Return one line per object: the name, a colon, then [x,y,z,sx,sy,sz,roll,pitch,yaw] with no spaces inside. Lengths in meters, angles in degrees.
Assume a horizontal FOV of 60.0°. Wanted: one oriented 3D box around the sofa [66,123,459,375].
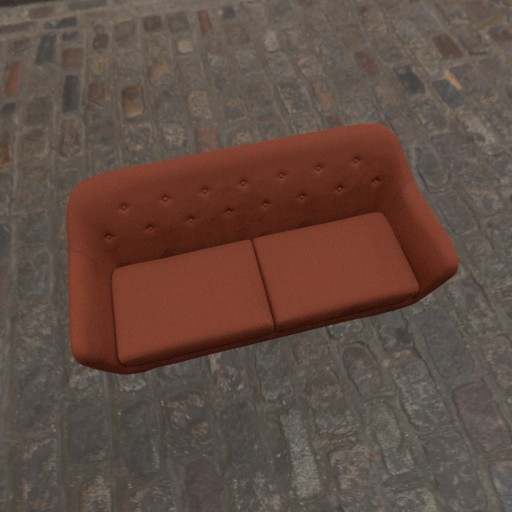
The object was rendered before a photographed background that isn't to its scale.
sofa: [0.000,0.000,2.332,1.840,0.836,0.820,-12,63,-6]
